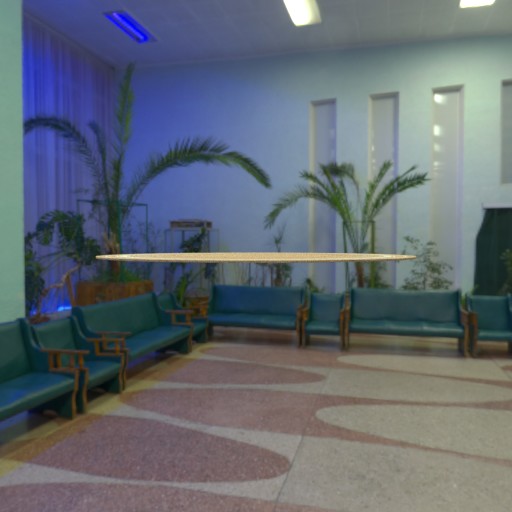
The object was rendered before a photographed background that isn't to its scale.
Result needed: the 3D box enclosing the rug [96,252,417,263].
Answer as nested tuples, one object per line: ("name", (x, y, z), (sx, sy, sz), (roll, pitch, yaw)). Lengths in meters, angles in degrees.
("rug", (0.000, 0.000, 3.586), (2.444, 0.015, 2.444), (0, 1, 0))
